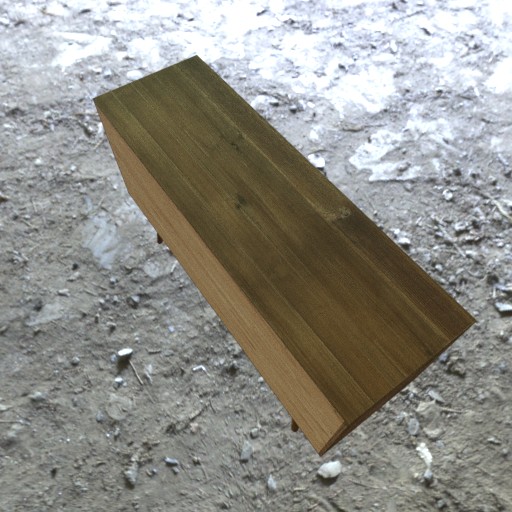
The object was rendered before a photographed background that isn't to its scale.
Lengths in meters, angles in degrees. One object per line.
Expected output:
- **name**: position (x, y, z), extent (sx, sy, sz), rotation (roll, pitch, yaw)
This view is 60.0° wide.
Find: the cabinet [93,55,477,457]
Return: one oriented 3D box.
- **cabinet**: position (0.000, 0.000, 1.736), extent (0.472, 0.800, 1.400), rotation (-31, 63, -18)
